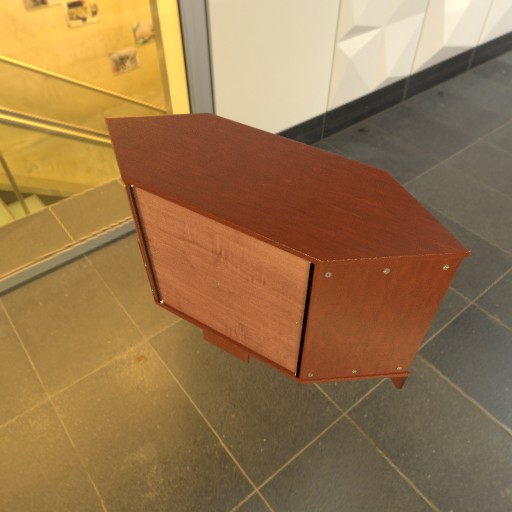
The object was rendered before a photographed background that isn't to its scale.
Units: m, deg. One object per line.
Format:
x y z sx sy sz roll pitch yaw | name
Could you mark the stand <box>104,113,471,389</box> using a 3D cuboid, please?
0.000 0.000 1.354 1.072 0.614 0.381 24 51 21 | stand
